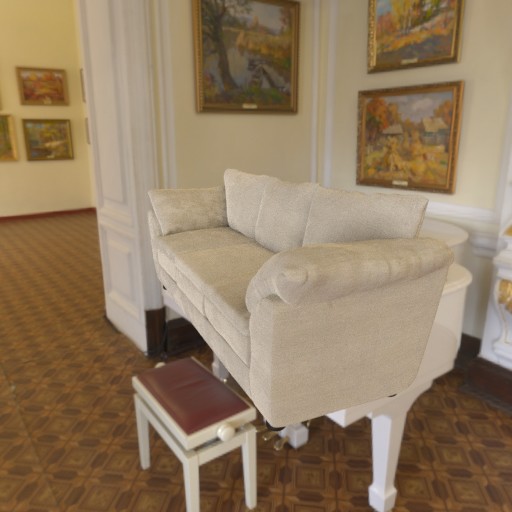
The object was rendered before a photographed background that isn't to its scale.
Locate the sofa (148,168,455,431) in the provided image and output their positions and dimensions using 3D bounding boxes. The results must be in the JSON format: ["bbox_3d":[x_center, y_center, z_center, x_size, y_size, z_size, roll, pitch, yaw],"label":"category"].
[{"bbox_3d":[0.000,0.000,2.746,0.893,0.981,2.377,-7,17,-24],"label":"sofa"}]
